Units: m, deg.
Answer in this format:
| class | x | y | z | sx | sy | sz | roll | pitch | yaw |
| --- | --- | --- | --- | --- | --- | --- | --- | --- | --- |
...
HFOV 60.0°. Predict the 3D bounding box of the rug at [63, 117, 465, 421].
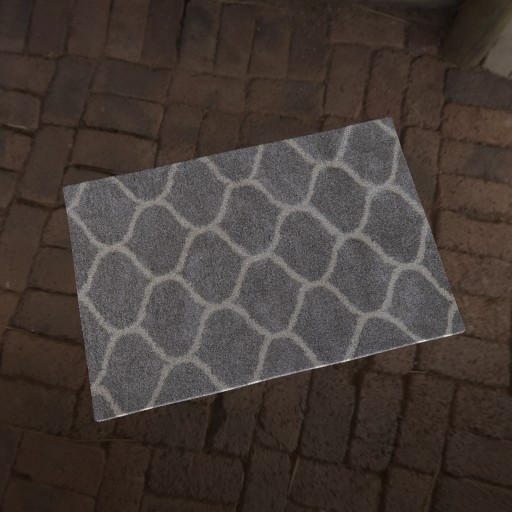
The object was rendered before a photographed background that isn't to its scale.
| class | x | y | z | sx | sy | sz | roll | pitch | yaw |
| --- | --- | --- | --- | --- | --- | --- | --- | --- | --- |
| rug | 0.000 | 0.000 | 3.352 | 2.701 | 0.026 | 1.801 | -13 | 76 | -3 |
